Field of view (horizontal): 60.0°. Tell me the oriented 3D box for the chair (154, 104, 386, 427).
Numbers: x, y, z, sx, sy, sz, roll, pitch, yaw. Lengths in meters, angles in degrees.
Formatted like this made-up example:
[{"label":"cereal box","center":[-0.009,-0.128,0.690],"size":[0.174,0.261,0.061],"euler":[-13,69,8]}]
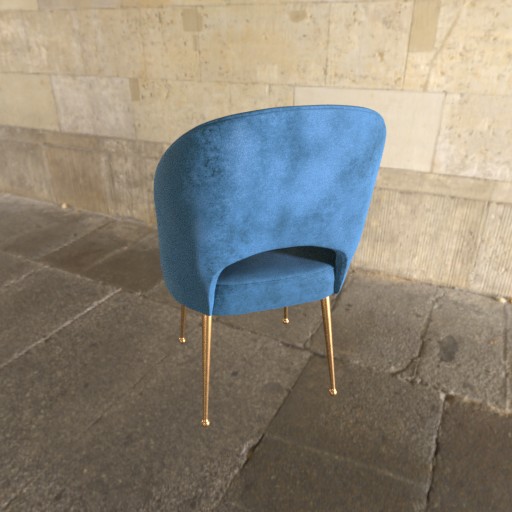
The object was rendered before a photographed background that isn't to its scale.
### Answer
[{"label":"chair","center":[0.000,0.000,1.219],"size":[0.527,0.860,0.577],"euler":[-8,27,-16]}]
